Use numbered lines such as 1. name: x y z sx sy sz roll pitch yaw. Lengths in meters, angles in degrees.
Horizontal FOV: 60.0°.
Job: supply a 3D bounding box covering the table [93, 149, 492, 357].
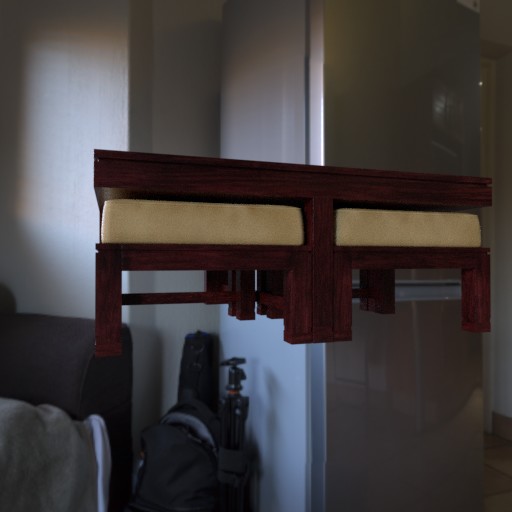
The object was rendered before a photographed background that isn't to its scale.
1. table: 0.000 0.000 1.299 0.865 0.356 0.865 0 -1 -18
